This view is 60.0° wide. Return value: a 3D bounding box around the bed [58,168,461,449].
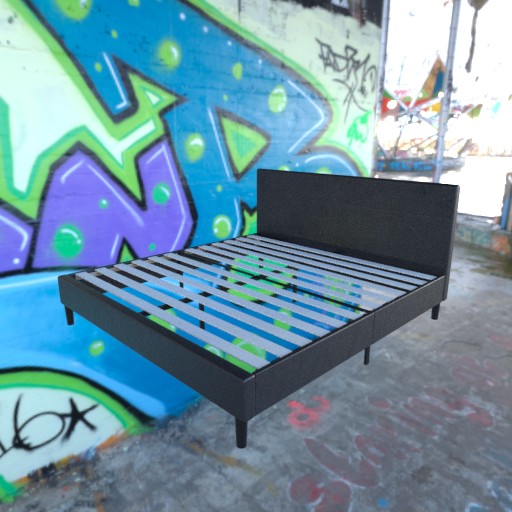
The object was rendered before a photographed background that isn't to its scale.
[{"bbox_3d":[0.000,0.000,3.281,2.152,1.046,2.018,-15,22,-43],"label":"bed"}]
